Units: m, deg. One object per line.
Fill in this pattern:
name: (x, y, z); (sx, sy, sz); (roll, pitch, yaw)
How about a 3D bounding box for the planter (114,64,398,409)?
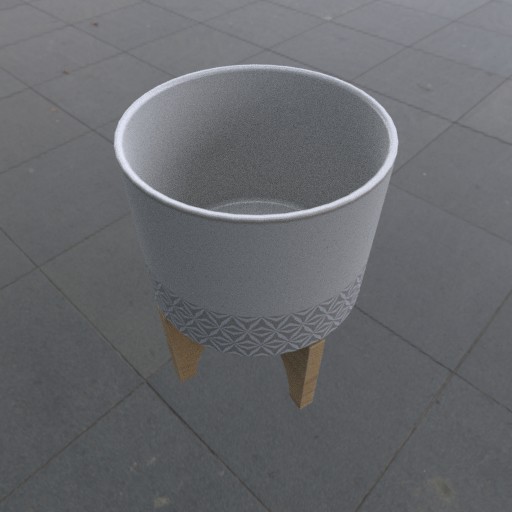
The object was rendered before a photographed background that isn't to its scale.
planter: (0.000, 0.000, 0.521); (0.249, 0.343, 0.249); (0, 47, 0)
